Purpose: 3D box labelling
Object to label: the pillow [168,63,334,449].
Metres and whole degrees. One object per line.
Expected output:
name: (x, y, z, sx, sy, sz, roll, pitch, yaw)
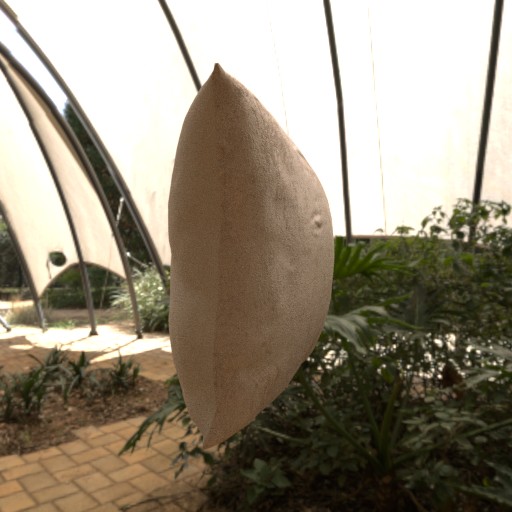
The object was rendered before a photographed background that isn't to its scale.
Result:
pillow: (0.000, 0.000, 0.724, 0.245, 0.448, 0.450, 0, -1, 18)
